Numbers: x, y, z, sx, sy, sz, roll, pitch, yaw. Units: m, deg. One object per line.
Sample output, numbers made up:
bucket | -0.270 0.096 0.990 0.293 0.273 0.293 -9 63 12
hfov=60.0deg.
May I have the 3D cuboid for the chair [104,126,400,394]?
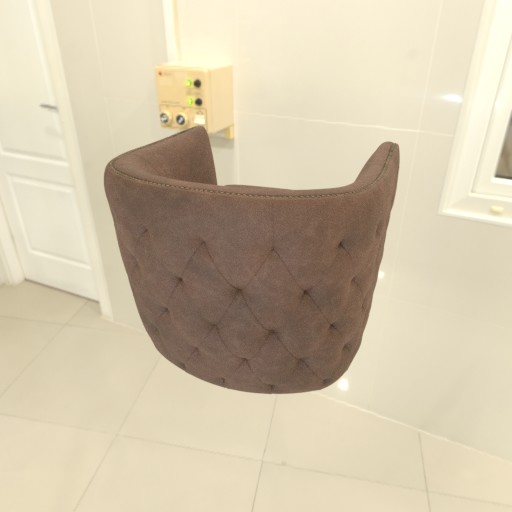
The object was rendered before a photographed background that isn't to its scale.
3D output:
chair | 0.000 0.000 1.530 0.850 0.790 0.870 9 31 16
